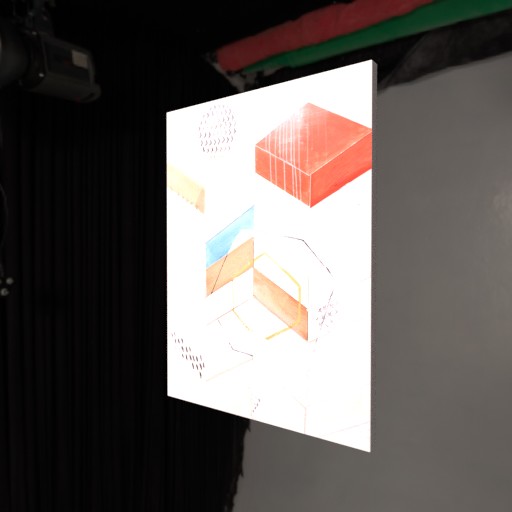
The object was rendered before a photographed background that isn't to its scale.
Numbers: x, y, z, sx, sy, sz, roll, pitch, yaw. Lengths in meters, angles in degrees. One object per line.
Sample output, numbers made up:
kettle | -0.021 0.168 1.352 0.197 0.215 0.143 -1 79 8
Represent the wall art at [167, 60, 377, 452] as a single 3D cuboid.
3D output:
wall art | 0.000 0.000 1.662 0.914 1.221 0.046 1 1 36
